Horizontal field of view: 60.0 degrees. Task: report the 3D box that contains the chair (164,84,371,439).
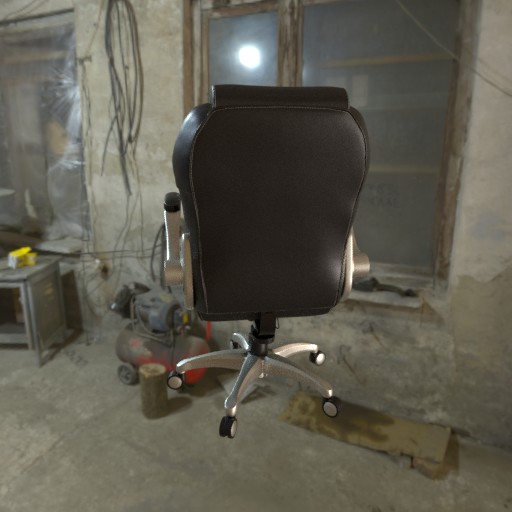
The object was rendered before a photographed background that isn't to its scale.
[{"bbox_3d":[0.000,0.000,1.693,0.724,1.141,0.801,-2,14,-9],"label":"chair"}]
